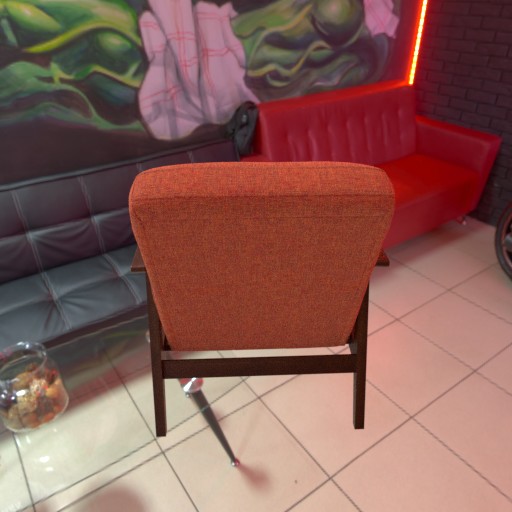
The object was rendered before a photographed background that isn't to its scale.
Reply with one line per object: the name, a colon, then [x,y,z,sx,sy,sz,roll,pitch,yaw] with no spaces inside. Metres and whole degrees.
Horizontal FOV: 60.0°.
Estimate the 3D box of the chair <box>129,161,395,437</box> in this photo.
chair: [0.000,0.000,1.515,0.719,0.890,0.860,-1,32,-2]
